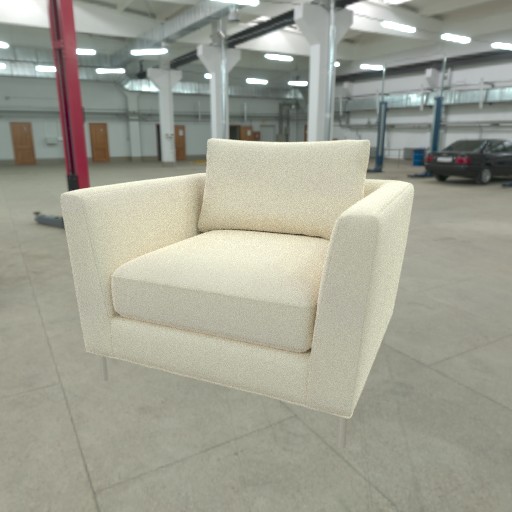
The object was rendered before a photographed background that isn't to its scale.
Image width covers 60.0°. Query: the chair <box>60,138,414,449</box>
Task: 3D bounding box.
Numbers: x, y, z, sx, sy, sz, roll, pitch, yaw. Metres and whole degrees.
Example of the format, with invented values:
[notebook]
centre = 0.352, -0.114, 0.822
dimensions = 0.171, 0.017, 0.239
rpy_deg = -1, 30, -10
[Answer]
[chair]
centre = 0.000, 0.000, 1.694
dimensions = 1.041, 0.865, 0.889
rpy_deg = 7, 17, 23
